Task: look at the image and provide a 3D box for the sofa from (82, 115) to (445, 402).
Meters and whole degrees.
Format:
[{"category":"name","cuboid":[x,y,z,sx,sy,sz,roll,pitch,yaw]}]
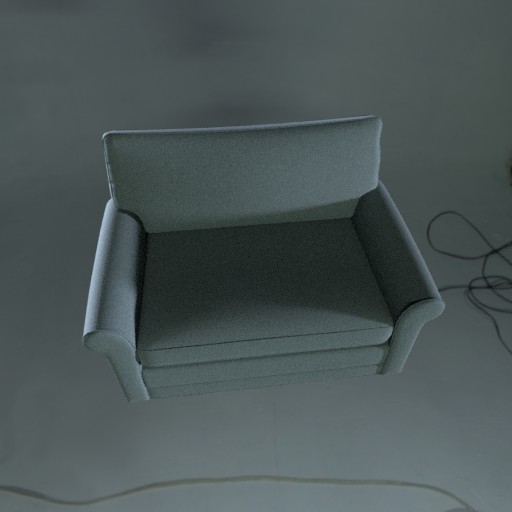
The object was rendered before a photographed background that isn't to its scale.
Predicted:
[{"category":"sofa","cuboid":[0.000,0.000,2.057,1.410,0.953,0.940,-5,46,-5]}]
